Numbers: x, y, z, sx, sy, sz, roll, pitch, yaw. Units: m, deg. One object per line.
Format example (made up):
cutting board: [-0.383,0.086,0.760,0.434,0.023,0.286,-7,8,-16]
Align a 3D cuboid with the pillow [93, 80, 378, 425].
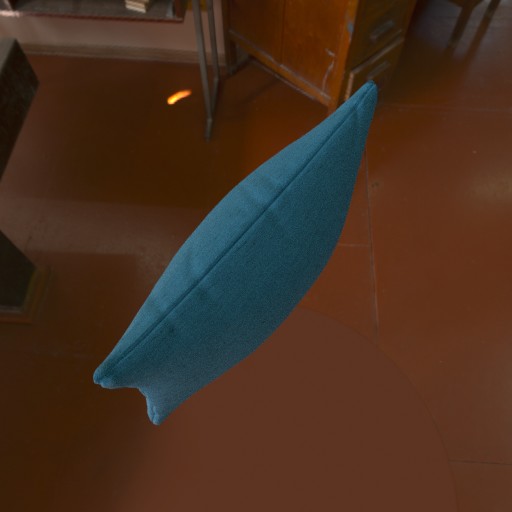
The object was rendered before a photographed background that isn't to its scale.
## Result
pillow: [0.000,0.000,0.776,0.210,0.338,0.633,35,68,16]
